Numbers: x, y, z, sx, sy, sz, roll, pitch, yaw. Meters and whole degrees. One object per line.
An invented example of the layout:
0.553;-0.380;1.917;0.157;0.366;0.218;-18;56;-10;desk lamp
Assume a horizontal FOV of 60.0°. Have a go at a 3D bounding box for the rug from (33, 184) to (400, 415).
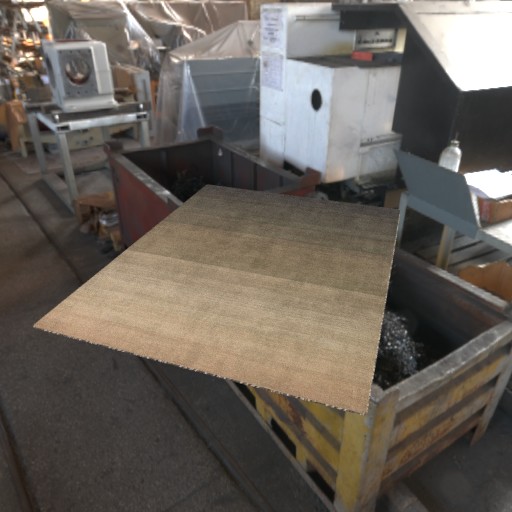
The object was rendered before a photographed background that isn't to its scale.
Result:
0.000;0.000;3.941;2.306;0.017;2.902;10;32;17;rug
